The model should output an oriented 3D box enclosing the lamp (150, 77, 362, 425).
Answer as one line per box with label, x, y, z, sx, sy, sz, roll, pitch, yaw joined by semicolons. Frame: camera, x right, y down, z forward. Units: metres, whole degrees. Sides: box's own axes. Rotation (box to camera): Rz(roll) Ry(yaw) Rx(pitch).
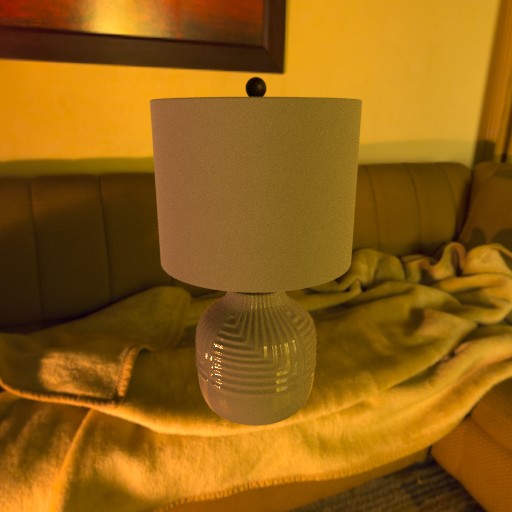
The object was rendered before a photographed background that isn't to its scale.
lamp;0.000;0.000;0.755;0.318;0.567;0.318;0;18;0
